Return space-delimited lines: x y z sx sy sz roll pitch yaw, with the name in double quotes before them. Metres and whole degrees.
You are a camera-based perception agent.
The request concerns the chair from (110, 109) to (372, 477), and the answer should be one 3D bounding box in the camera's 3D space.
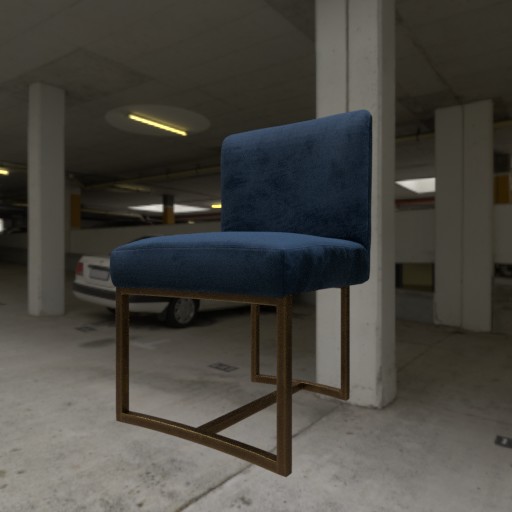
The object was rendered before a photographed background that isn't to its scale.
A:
"chair" 0.000 0.000 1.177 0.530 0.824 0.560 0 0 35
